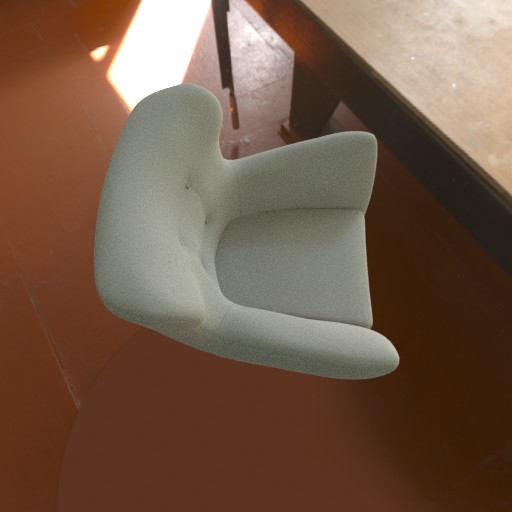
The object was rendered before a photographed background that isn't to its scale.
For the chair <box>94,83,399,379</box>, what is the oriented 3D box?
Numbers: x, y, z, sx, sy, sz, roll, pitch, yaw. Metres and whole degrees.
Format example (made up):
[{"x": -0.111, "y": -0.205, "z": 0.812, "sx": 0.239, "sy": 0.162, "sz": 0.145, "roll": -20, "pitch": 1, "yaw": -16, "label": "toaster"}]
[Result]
[{"x": 0.000, "y": 0.000, "z": 1.608, "sx": 0.889, "sy": 0.889, "sz": 0.890, "roll": 2, "pitch": 64, "yaw": 1, "label": "chair"}]
